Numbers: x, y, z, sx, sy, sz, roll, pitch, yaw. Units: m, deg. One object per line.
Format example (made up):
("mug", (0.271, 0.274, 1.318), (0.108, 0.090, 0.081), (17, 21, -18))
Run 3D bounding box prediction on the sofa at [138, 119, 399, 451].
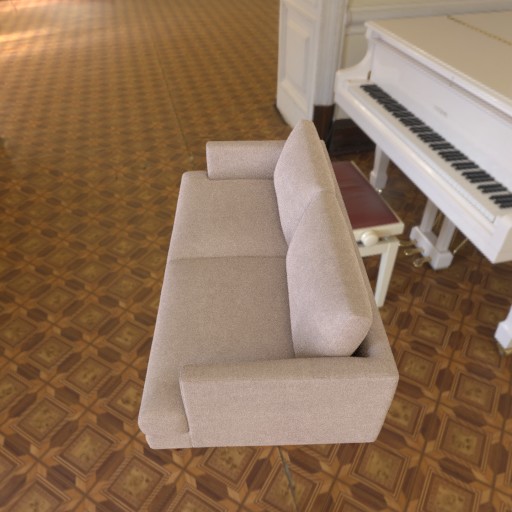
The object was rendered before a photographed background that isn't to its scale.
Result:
("sofa", (0.000, 0.000, 2.497), (1.020, 0.868, 1.948), (-1, 41, -1))
